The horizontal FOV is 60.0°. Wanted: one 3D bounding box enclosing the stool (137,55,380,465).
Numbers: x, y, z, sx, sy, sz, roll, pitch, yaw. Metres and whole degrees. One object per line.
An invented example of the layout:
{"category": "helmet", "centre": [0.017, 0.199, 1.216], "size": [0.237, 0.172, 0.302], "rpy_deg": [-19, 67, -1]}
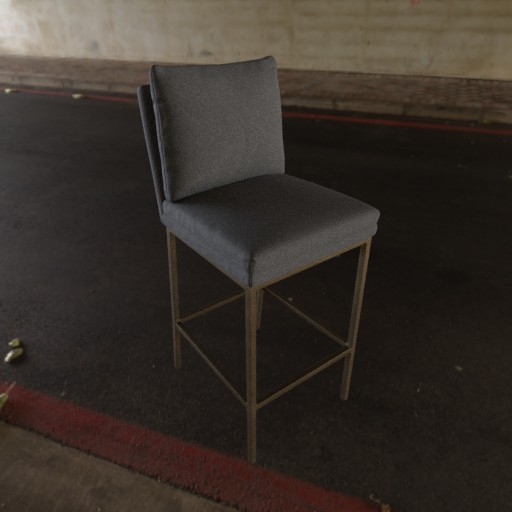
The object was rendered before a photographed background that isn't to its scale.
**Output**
{"category": "stool", "centre": [0.000, 0.000, 1.421], "size": [0.463, 1.130, 0.569], "rpy_deg": [-21, 37, -31]}
